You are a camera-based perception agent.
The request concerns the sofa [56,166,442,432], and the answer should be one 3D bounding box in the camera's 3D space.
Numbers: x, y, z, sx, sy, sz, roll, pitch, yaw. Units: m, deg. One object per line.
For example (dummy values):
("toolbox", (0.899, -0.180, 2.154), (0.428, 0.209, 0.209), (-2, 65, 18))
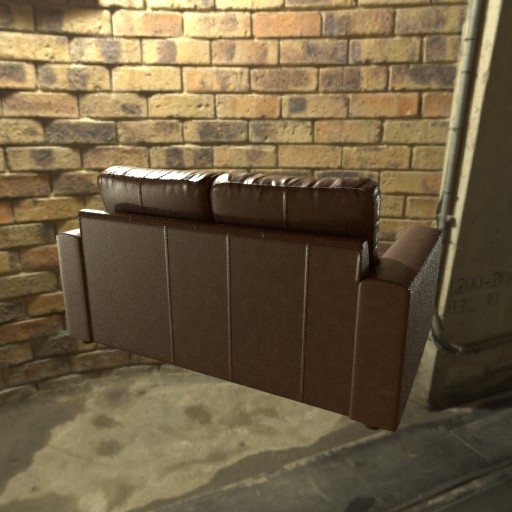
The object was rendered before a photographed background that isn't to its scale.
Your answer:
("sofa", (0.000, 0.000, 2.192), (1.616, 0.873, 1.016), (8, 18, 26))
